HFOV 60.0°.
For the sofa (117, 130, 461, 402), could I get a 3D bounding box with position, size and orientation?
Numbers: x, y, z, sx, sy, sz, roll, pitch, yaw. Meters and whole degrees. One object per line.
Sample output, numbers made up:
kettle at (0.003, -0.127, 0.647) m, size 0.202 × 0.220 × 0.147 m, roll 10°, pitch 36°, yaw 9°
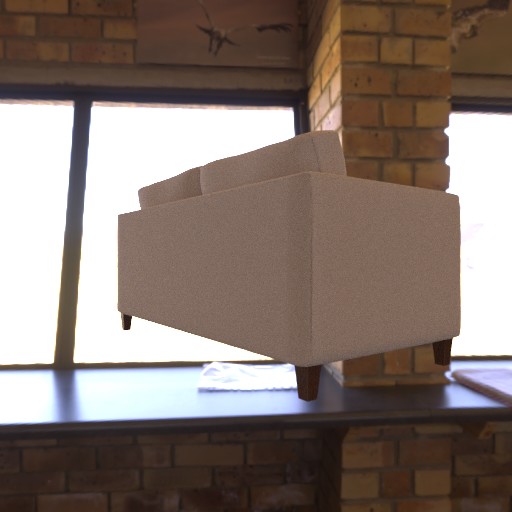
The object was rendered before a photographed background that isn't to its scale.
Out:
sofa at (0.000, 0.000, 2.235) m, size 0.873 × 0.888 × 1.722 m, roll 0°, pitch 0°, yaw -36°
